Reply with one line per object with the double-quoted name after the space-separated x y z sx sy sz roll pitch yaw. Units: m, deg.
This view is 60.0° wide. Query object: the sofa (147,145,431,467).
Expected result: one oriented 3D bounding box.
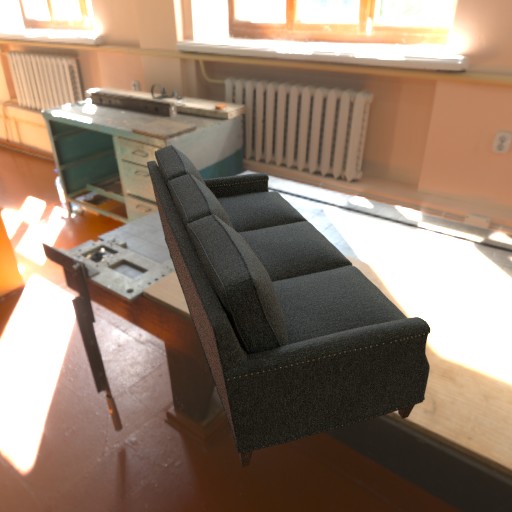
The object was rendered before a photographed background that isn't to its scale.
0.000 0.000 2.851 1.084 1.003 2.246 -9 31 -16 "sofa"
